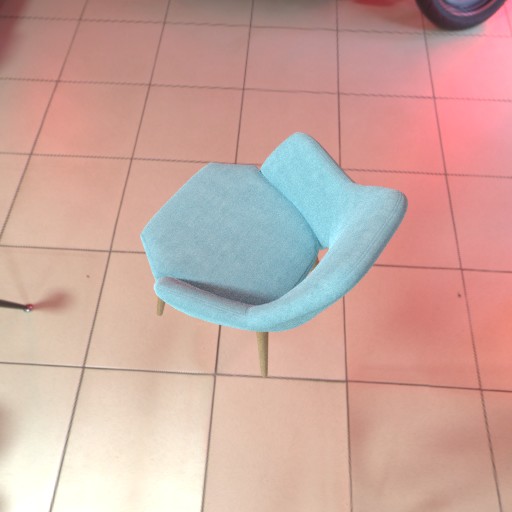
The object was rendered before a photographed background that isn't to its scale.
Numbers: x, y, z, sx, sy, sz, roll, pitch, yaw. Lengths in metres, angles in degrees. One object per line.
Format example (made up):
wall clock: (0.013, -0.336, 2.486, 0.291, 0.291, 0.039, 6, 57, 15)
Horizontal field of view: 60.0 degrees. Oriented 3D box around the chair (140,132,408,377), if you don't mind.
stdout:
chair: (0.000, 0.000, 1.274, 0.610, 0.840, 0.590, 33, 68, 15)
